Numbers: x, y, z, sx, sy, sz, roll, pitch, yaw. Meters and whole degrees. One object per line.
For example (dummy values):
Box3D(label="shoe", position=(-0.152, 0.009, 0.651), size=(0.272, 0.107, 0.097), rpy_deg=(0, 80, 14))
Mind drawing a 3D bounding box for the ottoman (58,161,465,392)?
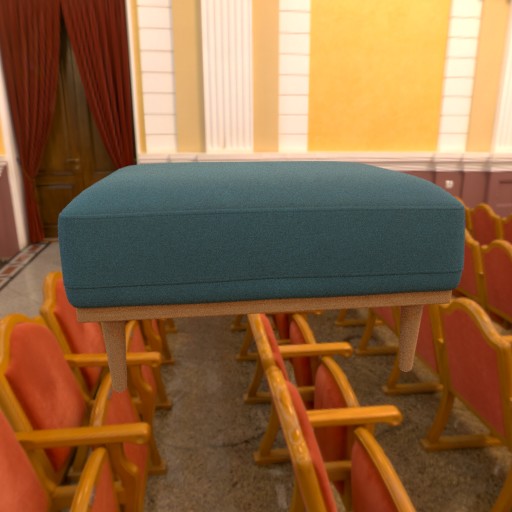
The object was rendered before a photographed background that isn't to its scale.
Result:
Box3D(label="ottoman", position=(0.000, 0.000, 1.059), size=(0.749, 0.428, 0.549), rpy_deg=(-2, 17, -7))
